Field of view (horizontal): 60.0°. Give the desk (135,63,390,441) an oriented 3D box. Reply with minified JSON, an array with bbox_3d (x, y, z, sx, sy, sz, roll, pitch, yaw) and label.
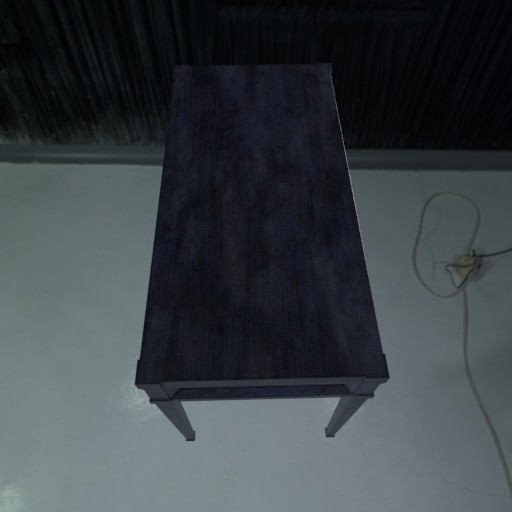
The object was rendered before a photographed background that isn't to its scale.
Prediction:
[{"bbox_3d":[0.000,0.000,1.800,0.630,0.861,1.289,-1,57,-1],"label":"desk"}]
